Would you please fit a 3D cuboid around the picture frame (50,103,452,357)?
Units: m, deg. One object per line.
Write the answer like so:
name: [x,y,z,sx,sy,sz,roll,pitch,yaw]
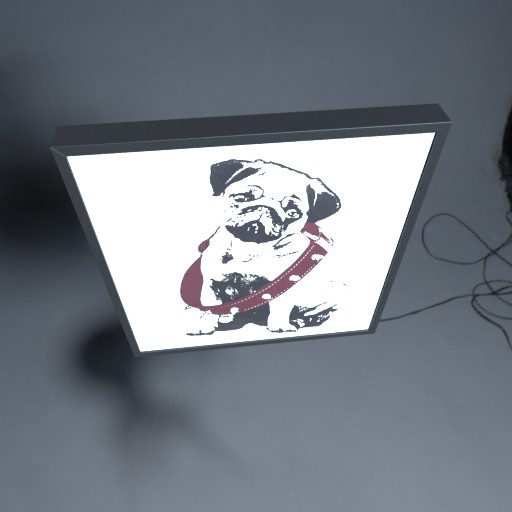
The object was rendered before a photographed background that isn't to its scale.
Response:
picture frame: [0.000,0.000,0.475,0.317,0.317,0.030,-5,48,-4]
